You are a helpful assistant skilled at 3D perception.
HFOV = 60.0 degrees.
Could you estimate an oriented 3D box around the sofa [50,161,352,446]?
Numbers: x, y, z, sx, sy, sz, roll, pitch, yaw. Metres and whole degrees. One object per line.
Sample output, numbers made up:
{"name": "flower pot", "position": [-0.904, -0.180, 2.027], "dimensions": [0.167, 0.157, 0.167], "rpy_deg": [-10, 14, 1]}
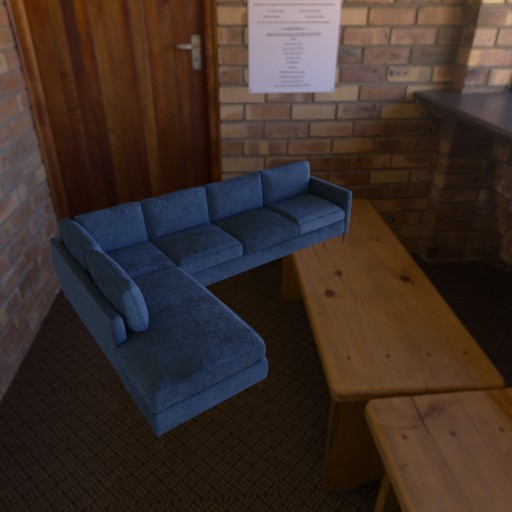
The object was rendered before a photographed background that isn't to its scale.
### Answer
{"name": "sofa", "position": [0.000, 0.000, 3.898], "dimensions": [2.949, 0.815, 2.007], "rpy_deg": [-20, 35, -32]}
